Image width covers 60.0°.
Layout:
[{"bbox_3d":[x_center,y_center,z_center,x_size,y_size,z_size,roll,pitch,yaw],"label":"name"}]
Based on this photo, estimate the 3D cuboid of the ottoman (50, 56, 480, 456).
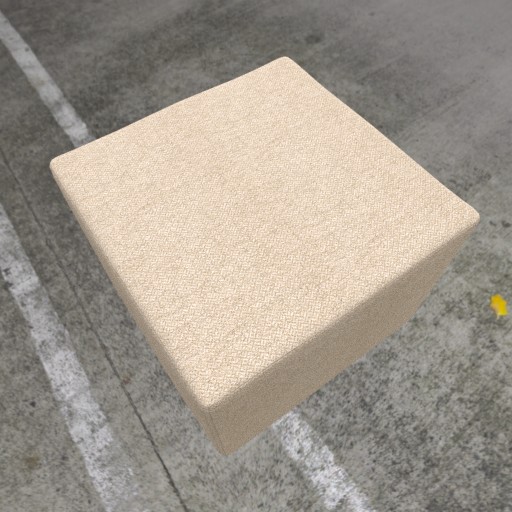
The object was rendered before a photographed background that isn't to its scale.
[{"bbox_3d":[0.000,0.000,0.862,0.508,0.432,0.508,-31,63,-18],"label":"ottoman"}]
